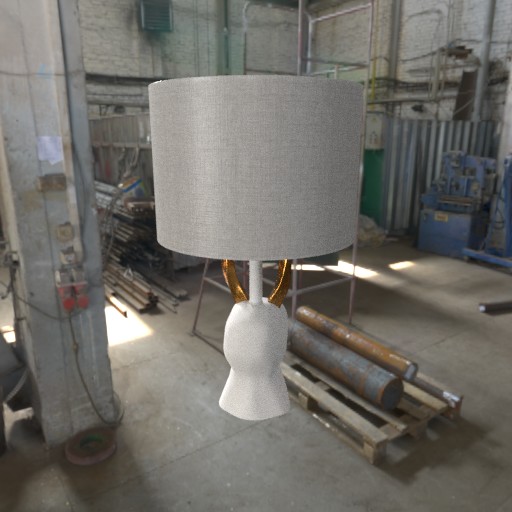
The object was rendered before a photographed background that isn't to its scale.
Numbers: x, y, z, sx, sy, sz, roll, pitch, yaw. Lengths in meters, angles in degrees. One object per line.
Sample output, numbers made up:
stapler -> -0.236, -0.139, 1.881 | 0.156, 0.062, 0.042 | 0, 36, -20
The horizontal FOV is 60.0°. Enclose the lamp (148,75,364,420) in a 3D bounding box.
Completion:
lamp -> 0.000, 0.000, 0.694 | 0.298, 0.503, 0.298 | 2, 15, 9
